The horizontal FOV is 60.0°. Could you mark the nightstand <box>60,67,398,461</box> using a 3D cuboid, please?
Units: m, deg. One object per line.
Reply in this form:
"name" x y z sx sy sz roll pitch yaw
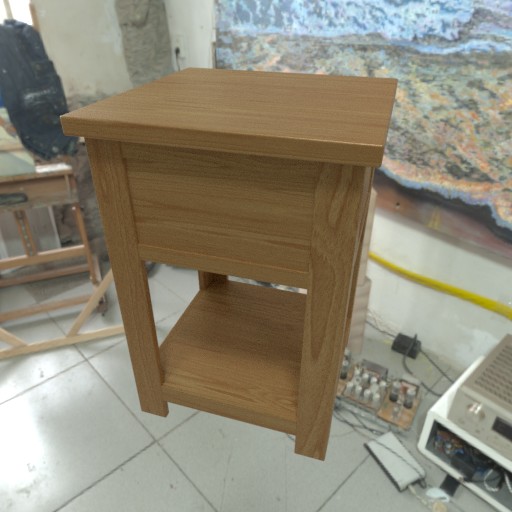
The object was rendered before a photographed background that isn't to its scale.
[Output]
"nightstand" 0.000 0.000 0.876 0.428 0.614 0.418 9 33 15
